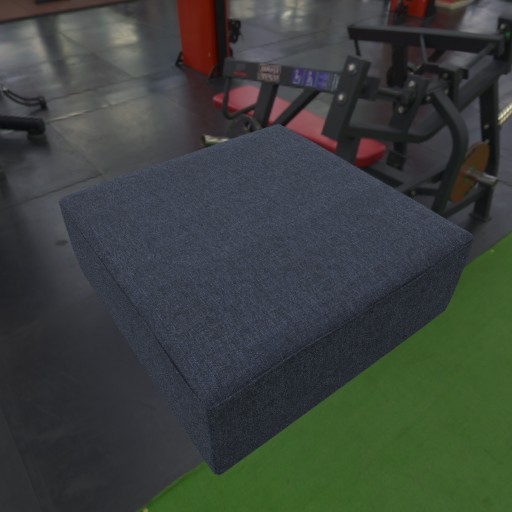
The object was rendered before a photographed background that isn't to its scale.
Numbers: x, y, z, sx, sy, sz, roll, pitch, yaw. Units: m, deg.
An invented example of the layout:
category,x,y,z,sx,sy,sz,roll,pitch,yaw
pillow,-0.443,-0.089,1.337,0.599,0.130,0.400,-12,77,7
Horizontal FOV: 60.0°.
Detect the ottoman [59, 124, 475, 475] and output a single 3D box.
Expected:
category,x,y,z,sx,sy,sz,roll,pitch,yaw
ottoman,0.000,0.000,1.582,1.023,0.423,1.017,-26,48,-26
